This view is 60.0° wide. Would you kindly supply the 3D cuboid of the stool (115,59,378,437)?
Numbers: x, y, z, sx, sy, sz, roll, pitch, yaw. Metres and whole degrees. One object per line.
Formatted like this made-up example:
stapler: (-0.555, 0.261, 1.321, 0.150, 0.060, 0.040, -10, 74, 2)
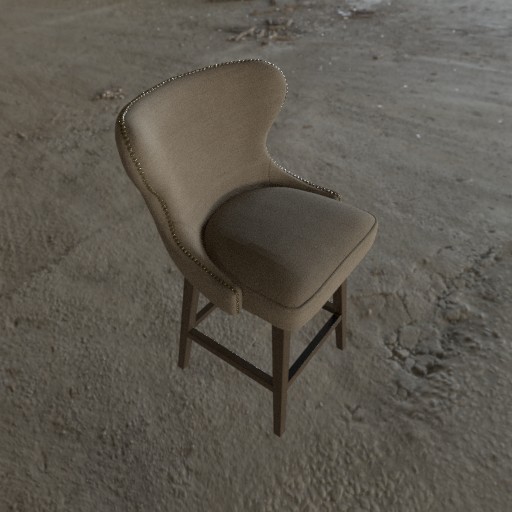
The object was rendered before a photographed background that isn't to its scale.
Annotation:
stool: (0.000, 0.000, 1.369, 0.597, 0.972, 0.615, 26, 47, 26)
